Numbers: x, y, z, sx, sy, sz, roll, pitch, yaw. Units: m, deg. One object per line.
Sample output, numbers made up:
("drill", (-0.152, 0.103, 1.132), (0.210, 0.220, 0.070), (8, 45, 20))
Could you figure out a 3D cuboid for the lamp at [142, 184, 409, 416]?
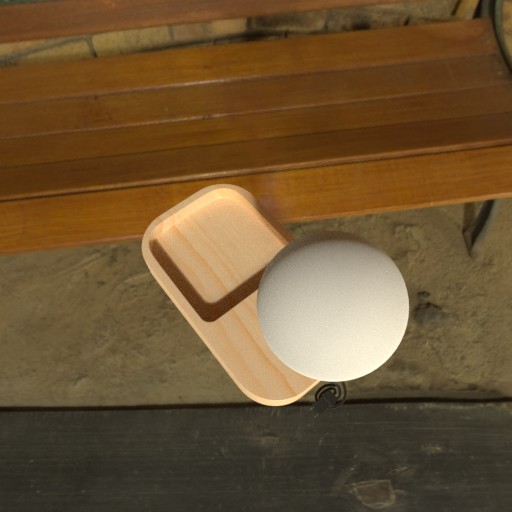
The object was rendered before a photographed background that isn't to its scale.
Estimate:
("lamp", (0.000, 0.000, 0.468), (0.173, 0.253, 0.331), (-36, 68, -17))
